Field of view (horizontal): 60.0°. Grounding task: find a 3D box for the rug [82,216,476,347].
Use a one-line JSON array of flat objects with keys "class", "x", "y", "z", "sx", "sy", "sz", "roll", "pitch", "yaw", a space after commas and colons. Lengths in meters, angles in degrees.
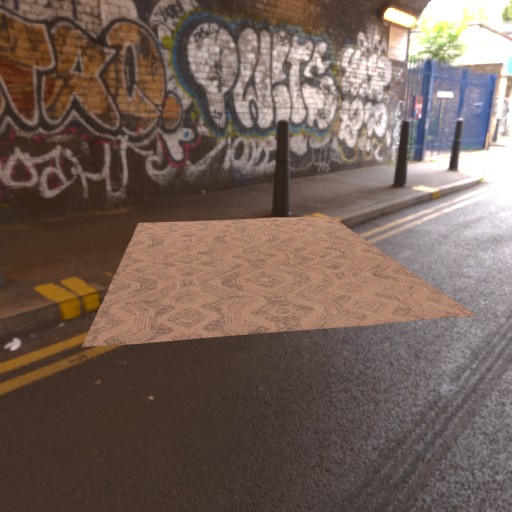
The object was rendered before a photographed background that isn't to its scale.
[{"class": "rug", "x": 0.000, "y": 0.000, "z": 4.091, "sx": 2.430, "sy": 0.030, "sz": 3.054, "roll": -3, "pitch": 18, "yaw": -8}]
